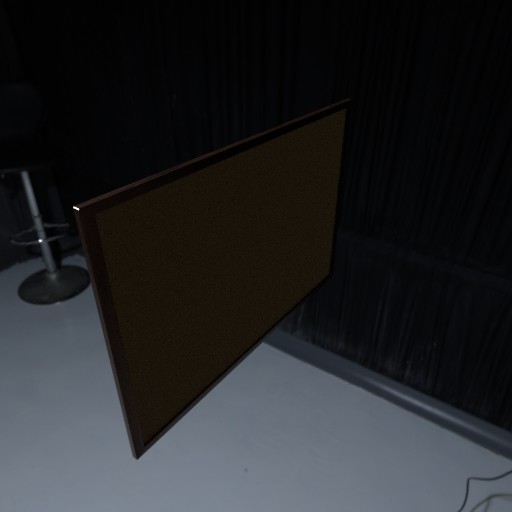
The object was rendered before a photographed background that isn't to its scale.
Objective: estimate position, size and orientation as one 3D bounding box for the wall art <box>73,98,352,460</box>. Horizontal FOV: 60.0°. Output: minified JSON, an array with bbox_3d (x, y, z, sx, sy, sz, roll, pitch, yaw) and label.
[{"bbox_3d":[0.000,0.000,1.026,0.014,0.559,0.816,22,38,31],"label":"wall art"}]
